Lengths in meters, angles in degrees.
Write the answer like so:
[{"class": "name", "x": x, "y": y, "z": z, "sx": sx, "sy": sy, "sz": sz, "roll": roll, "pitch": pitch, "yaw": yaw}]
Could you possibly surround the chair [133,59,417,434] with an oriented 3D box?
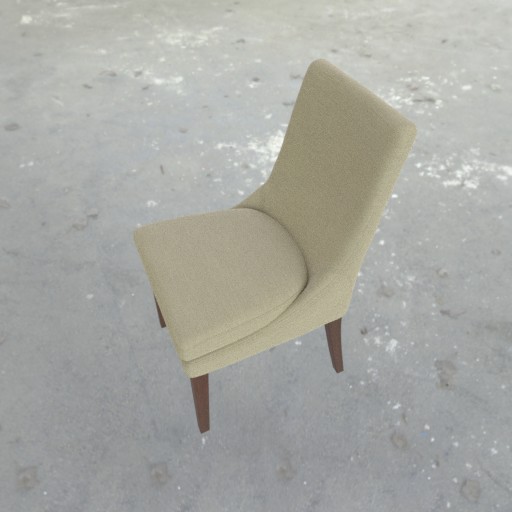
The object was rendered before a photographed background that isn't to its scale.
[{"class": "chair", "x": 0.000, "y": 0.000, "z": 1.332, "sx": 0.638, "sy": 0.940, "sz": 0.515, "roll": -18, "pitch": 49, "yaw": -17}]
